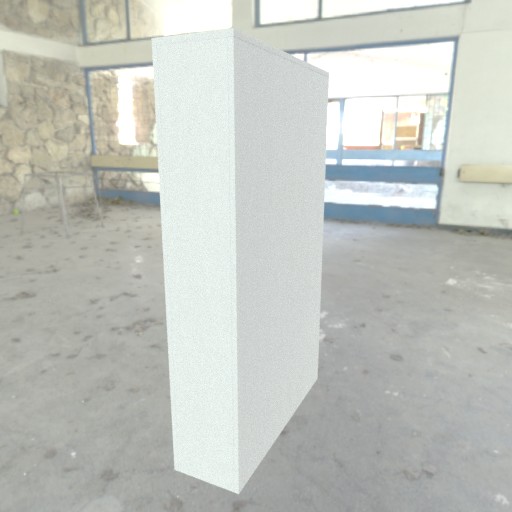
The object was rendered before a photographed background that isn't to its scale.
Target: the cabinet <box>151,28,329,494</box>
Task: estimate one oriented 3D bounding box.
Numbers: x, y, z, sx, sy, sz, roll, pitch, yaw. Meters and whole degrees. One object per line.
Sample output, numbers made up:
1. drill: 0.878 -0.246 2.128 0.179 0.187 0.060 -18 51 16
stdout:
1. cabinet: 0.000 0.000 1.554 0.250 1.280 0.750 7 16 25
